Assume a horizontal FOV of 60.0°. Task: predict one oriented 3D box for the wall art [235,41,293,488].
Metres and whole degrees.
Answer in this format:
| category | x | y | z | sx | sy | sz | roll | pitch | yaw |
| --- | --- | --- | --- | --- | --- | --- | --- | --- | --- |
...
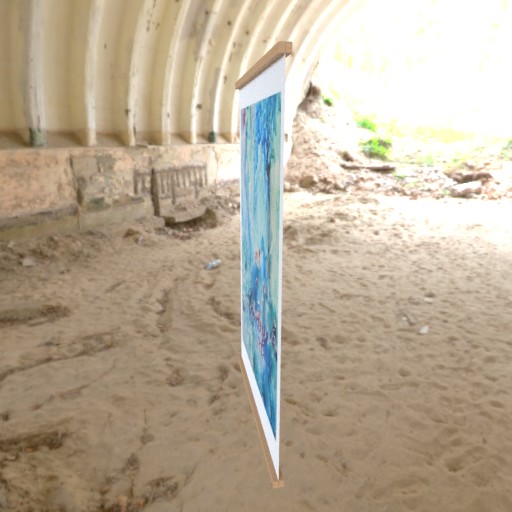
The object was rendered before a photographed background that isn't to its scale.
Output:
| category | x | y | z | sx | sy | sz | roll | pitch | yaw |
| --- | --- | --- | --- | --- | --- | --- | --- | --- | --- |
| wall art | 0.000 | 0.000 | 1.915 | 0.040 | 1.510 | 0.991 | -3 | 15 | -9 |
